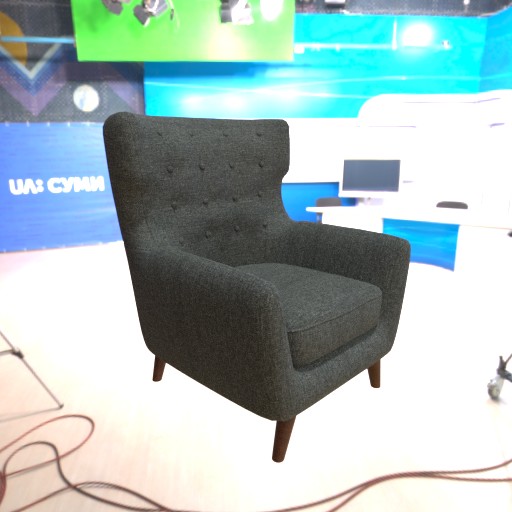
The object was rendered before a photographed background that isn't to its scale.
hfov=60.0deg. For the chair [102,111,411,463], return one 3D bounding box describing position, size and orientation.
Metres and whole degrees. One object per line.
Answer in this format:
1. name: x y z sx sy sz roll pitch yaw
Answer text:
1. chair: 0.000 0.000 1.732 0.904 1.063 0.878 14 20 43
